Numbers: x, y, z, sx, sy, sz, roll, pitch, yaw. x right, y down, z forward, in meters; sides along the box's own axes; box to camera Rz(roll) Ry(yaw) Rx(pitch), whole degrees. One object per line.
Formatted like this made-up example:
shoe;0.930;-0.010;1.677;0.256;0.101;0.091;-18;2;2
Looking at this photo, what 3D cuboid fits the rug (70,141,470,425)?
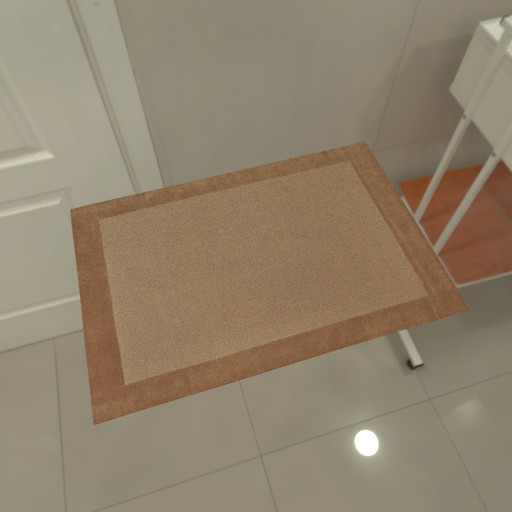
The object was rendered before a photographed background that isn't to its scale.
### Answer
rug;0.000;0.000;2.347;1.829;0.014;1.219;-15;59;-9
